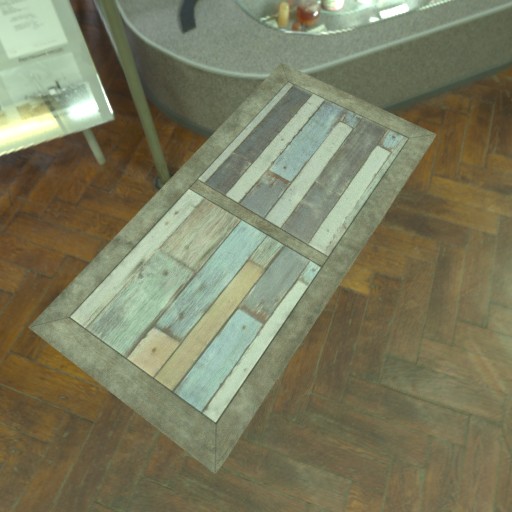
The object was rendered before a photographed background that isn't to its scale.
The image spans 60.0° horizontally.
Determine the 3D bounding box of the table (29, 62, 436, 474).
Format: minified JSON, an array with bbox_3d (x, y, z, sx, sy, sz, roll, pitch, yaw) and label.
[{"bbox_3d":[0.000,0.000,1.519,0.610,0.470,1.219,31,67,15],"label":"table"}]
